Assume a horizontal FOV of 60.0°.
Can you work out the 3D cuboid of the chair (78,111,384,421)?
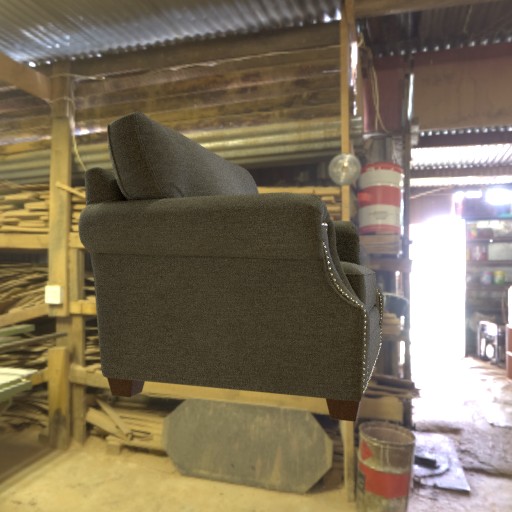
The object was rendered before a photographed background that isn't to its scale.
[{"bbox_3d":[0.000,0.000,1.813,0.965,0.961,1.092,-1,-2,19],"label":"chair"}]
